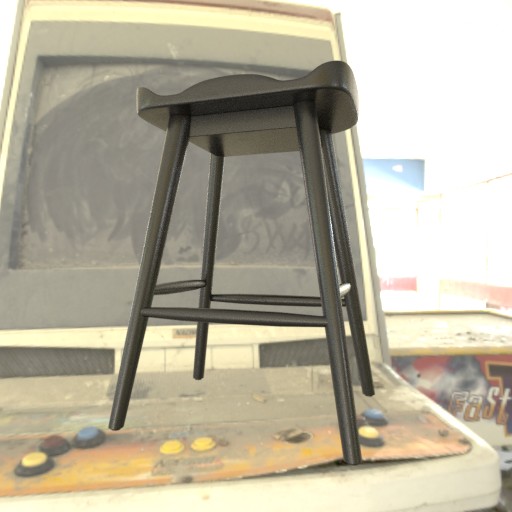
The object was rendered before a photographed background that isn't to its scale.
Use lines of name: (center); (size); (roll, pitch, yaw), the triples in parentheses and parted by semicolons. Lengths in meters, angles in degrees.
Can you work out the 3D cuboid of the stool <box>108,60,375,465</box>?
stool: (0.000, 0.000, 0.881); (0.440, 0.615, 0.361); (0, 0, 18)
